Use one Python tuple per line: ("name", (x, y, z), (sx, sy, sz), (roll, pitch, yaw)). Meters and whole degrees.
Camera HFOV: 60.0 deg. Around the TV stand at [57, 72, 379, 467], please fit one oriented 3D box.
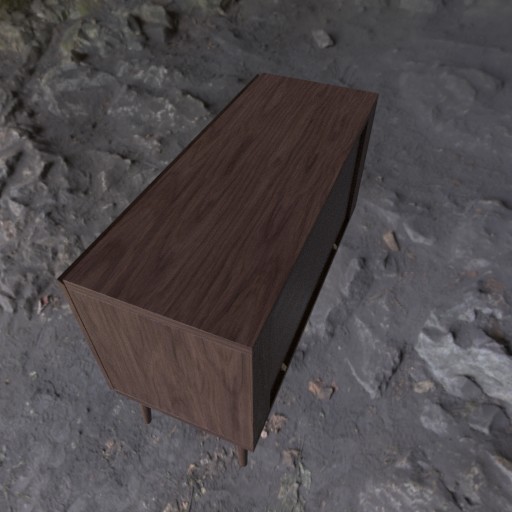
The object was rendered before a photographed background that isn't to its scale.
("TV stand", (0.000, 0.000, 1.336), (0.405, 0.660, 0.990), (17, 48, 16))
